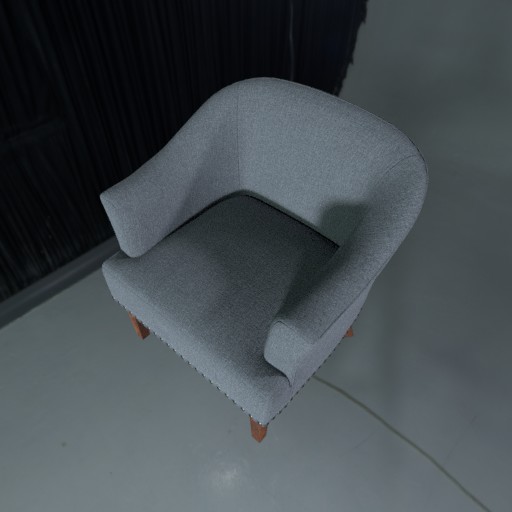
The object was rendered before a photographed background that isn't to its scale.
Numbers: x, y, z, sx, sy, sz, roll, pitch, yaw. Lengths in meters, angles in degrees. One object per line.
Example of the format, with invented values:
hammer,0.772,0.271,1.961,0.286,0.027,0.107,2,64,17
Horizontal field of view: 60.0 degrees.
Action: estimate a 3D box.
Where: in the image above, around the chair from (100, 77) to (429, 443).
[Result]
chair,0.000,0.000,1.407,0.798,0.815,0.704,32,54,27
